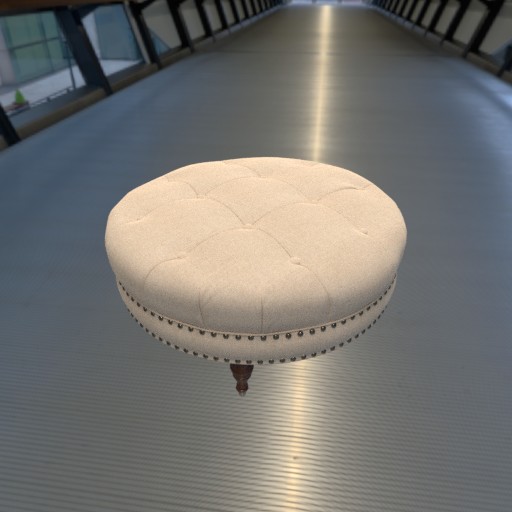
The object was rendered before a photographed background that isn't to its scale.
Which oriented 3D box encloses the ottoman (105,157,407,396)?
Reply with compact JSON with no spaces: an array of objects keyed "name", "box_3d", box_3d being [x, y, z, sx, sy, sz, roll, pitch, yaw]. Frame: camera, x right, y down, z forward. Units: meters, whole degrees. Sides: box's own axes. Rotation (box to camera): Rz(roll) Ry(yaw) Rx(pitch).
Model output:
[{"name":"ottoman","box_3d":[0.000,0.000,1.505,0.940,0.483,0.940,0,32,0]}]
